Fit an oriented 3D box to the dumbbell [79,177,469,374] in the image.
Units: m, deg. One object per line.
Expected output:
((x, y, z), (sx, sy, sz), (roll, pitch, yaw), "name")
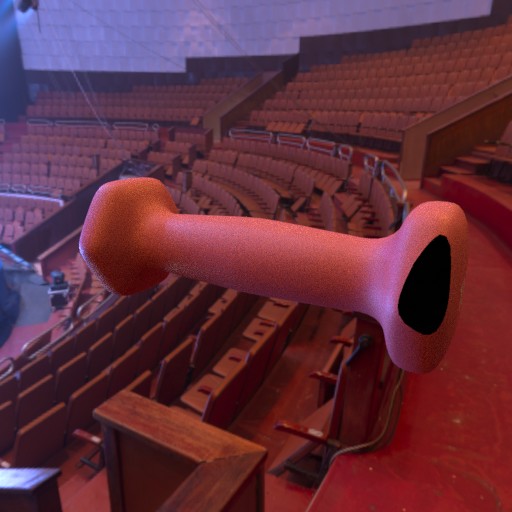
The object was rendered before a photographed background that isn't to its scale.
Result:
((0.000, 0.000, 0.143), (0.123, 0.043, 0.047), (10, 19, 28), "dumbbell")
